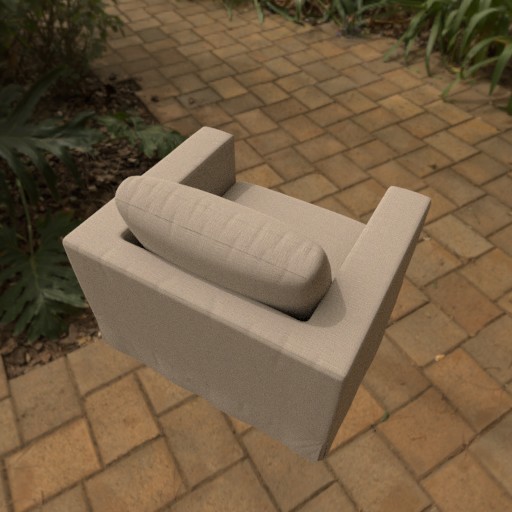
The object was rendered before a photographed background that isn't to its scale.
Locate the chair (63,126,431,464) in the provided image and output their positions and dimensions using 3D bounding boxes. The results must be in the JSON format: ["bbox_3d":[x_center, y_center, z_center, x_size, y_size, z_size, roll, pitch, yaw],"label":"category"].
[{"bbox_3d":[0.000,0.000,1.845,1.150,0.878,0.957,23,51,20],"label":"chair"}]
